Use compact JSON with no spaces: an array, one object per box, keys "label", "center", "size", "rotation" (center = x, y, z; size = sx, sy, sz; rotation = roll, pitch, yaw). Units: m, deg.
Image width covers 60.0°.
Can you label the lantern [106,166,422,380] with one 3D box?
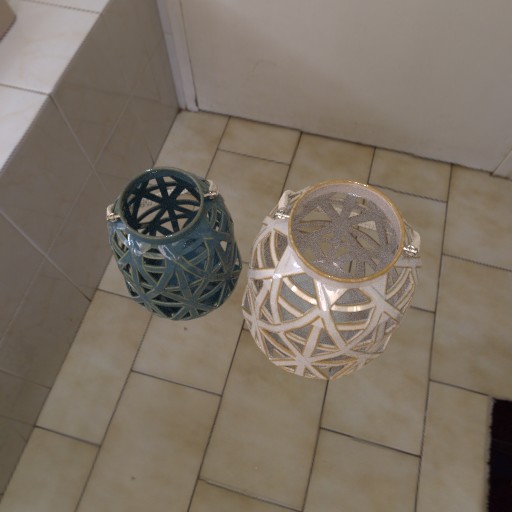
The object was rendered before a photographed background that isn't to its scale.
[{"label":"lantern","center":[0.000,0.000,0.629],"size":[0.439,0.307,0.245],"rotation":[16,66,8]}]
